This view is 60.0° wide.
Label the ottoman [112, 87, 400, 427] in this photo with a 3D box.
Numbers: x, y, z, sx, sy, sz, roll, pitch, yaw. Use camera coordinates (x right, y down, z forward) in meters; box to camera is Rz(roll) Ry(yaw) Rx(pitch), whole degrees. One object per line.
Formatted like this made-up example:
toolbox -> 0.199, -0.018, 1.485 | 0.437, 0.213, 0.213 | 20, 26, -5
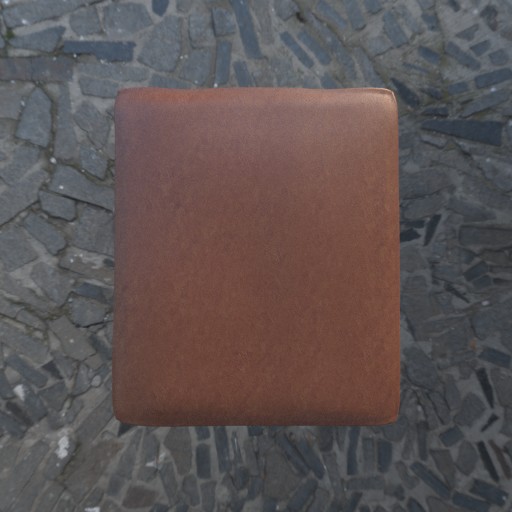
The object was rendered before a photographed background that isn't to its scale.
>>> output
ottoman -> 0.000, 0.000, 1.450 | 0.836, 0.472, 0.987 | 0, 89, 0
